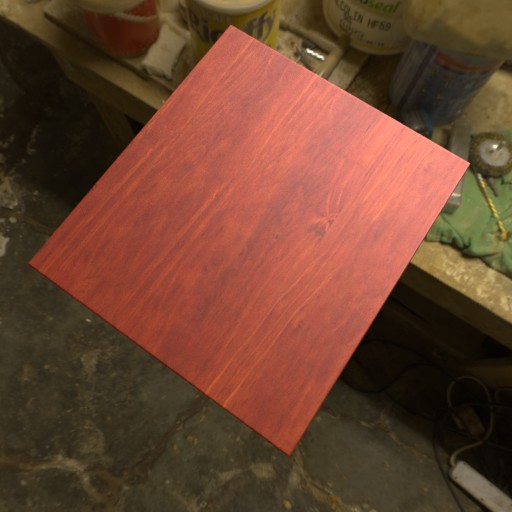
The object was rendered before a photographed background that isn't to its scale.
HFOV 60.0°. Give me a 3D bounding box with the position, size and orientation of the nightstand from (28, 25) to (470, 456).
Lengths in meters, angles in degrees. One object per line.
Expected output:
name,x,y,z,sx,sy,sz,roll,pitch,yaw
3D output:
nightstand,0.000,0.000,0.996,0.501,0.558,0.558,34,78,8
